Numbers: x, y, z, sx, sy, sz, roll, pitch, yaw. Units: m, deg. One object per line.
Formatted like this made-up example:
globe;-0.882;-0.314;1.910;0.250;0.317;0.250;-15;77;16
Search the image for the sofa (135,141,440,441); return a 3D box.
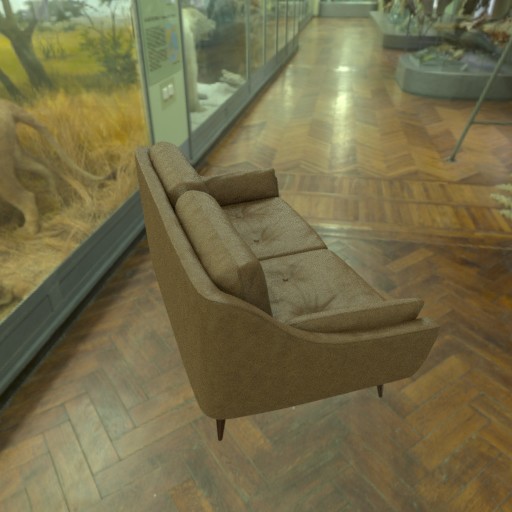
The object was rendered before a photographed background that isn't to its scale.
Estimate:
sofa;0.000;0.000;2.322;0.981;0.886;1.731;-11;33;-17
